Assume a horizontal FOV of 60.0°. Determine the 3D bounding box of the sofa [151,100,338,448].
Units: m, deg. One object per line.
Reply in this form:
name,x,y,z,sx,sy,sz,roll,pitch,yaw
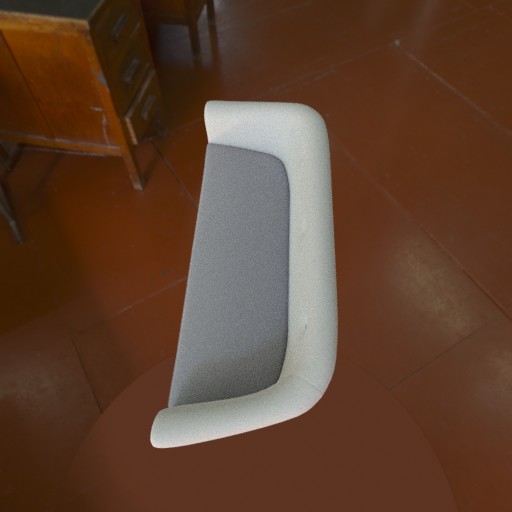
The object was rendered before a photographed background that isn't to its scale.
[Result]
sofa,0.000,0.000,2.581,0.827,0.795,2.160,2,58,2
